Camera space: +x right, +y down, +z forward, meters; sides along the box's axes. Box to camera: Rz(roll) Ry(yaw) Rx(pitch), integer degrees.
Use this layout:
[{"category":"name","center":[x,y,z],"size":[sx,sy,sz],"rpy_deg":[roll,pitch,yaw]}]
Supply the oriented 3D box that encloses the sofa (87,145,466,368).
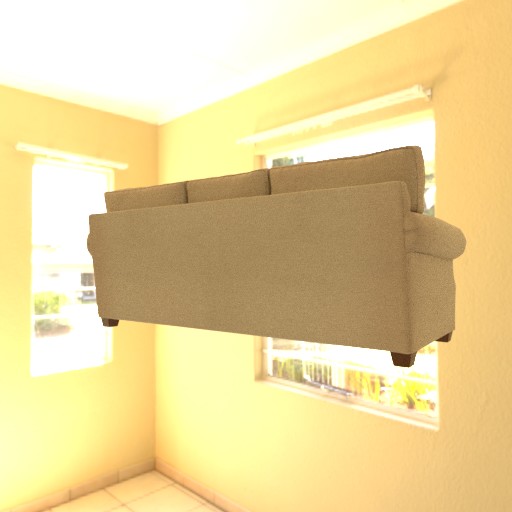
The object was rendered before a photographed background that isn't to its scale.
[{"category":"sofa","center":[0.000,0.000,2.784],"size":[2.312,0.975,0.965],"rpy_deg":[-1,-1,36]}]
